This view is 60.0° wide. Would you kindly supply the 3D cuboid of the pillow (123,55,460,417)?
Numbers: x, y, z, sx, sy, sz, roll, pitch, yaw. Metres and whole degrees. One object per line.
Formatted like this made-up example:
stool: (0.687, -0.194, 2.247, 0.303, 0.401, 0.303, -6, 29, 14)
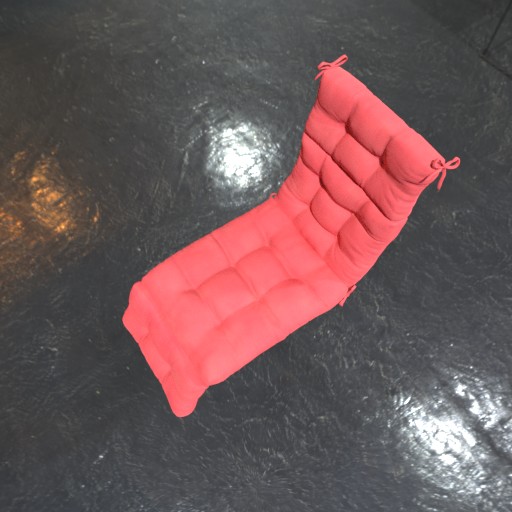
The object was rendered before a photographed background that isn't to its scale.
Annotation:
pillow: (0.000, 0.000, 1.511, 1.016, 0.863, 0.526, -31, 67, -15)
